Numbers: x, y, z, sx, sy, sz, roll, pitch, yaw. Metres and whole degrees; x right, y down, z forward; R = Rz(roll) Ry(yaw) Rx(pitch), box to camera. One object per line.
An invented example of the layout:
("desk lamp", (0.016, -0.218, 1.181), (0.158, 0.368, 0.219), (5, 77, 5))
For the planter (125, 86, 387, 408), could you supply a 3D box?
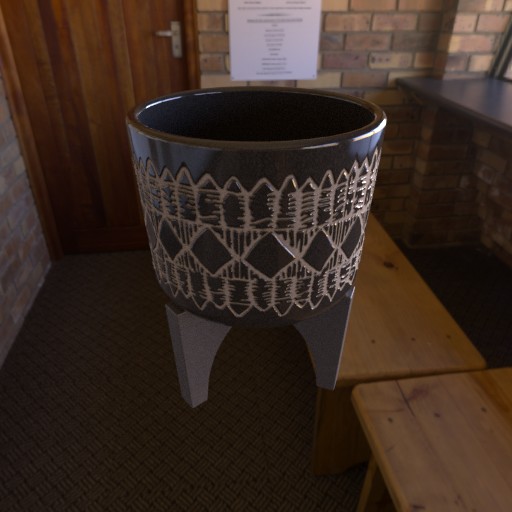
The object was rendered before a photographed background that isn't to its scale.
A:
("planter", (0.000, 0.000, 0.407), (0.196, 0.264, 0.196), (-22, 37, -33))
